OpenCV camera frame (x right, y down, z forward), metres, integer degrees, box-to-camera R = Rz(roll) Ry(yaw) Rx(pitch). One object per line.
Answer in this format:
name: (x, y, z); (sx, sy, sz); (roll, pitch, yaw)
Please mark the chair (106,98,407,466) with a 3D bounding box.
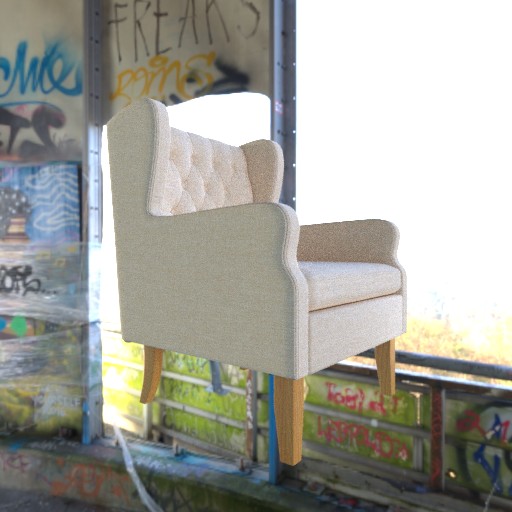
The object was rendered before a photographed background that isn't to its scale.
chair: (0.000, 0.000, 1.448); (0.760, 0.930, 0.710); (0, 1, 37)
